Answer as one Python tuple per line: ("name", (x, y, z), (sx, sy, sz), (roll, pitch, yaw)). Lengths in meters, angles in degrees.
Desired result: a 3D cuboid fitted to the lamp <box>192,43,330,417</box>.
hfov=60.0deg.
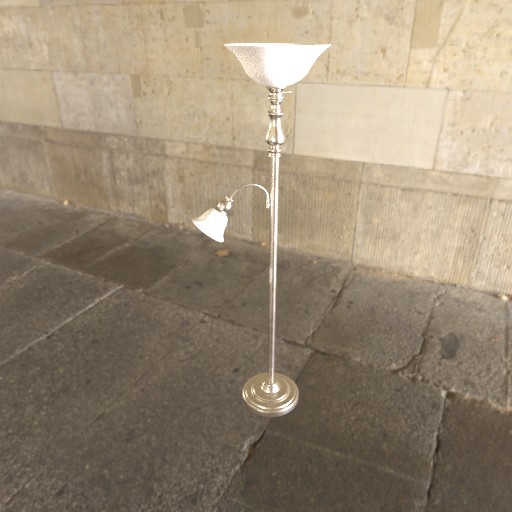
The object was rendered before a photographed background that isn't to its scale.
("lamp", (0.000, 0.000, 2.073), (0.575, 1.785, 0.405), (-8, 28, -16))
